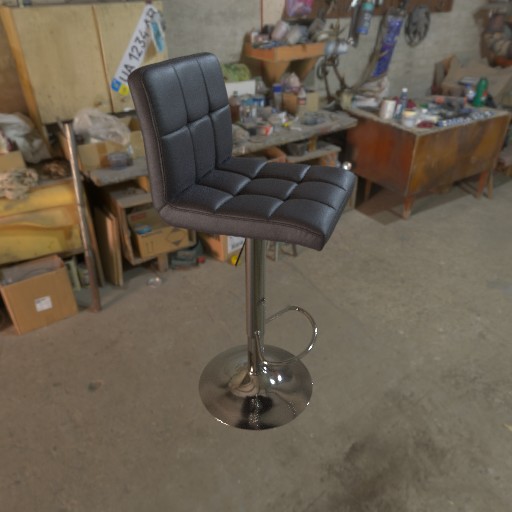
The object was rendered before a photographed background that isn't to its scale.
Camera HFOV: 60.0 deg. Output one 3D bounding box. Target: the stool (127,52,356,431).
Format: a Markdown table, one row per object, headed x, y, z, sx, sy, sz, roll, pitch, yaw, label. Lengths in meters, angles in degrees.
| x | y | z | sx | sy | sz | roll | pitch | yaw | label |
| --- | --- | --- | --- | --- | --- | --- | --- | --- | --- |
| 0.000 | 0.000 | 1.379 | 0.505 | 1.115 | 0.430 | 11 | 32 | 18 | stool |
